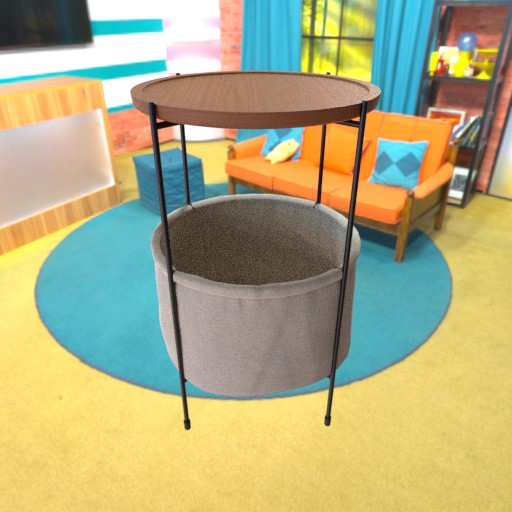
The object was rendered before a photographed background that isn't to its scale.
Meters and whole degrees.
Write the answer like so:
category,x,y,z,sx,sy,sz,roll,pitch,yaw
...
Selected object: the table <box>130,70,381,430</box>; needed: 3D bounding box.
category,x,y,z,sx,sy,sz,roll,pitch,yaw
table,0.000,0.000,0.854,0.393,0.623,0.393,-1,30,-1
